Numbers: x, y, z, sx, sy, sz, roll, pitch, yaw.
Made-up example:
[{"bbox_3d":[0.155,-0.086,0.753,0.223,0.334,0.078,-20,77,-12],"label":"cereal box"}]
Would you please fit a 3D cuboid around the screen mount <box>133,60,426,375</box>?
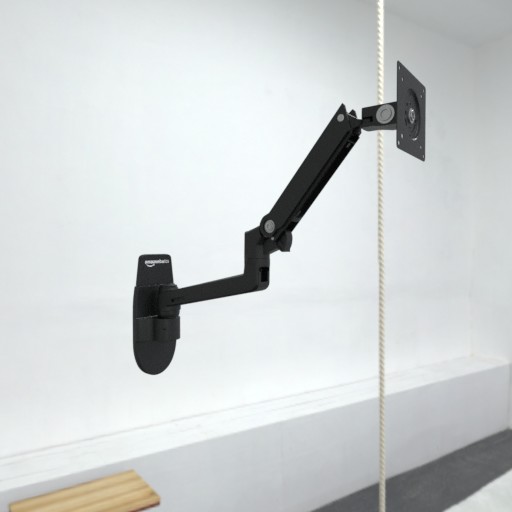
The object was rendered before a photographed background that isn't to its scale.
[{"bbox_3d":[0.000,0.000,0.714,0.495,0.466,0.115,1,2,36],"label":"screen mount"}]
